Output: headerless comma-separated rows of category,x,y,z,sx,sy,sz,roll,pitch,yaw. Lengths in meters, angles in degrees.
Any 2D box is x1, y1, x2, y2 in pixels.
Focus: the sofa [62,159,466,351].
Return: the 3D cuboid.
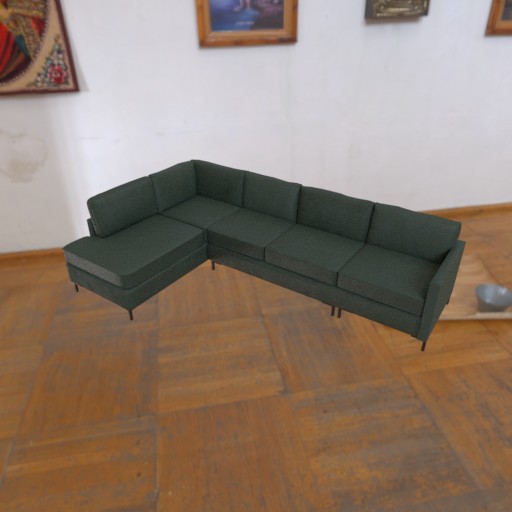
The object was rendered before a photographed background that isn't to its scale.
sofa,0.000,0.000,4.373,3.384,0.996,2.048,19,35,29
